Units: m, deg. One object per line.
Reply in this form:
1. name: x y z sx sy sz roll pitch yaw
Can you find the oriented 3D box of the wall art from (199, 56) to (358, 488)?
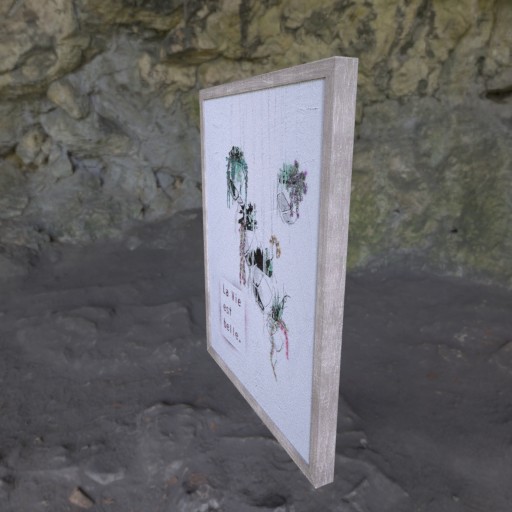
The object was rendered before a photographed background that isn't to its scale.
1. wall art: 0.000 0.000 0.698 0.032 0.521 0.421 -7 17 -25
